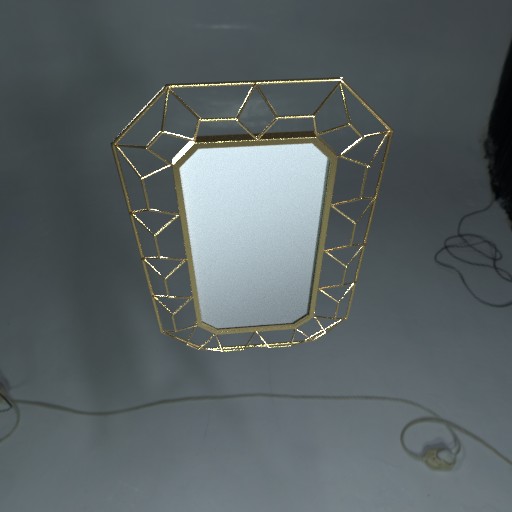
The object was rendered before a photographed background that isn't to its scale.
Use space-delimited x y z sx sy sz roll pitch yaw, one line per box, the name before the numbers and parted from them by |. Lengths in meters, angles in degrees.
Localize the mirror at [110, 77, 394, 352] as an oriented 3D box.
mirror | 0.000 0.000 1.104 0.572 0.870 0.051 -4 46 -4
